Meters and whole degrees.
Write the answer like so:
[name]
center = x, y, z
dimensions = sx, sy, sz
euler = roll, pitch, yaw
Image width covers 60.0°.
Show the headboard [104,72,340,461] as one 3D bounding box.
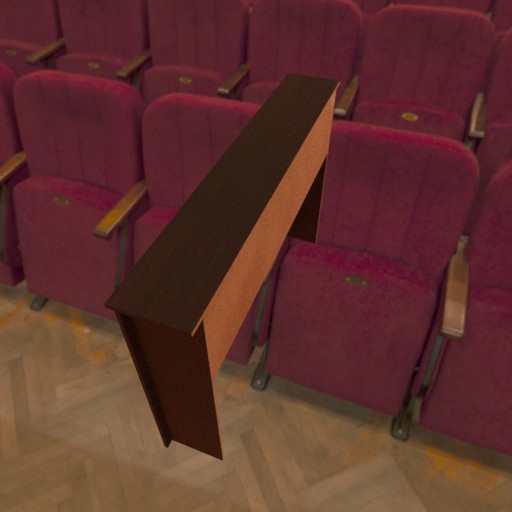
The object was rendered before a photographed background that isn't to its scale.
[headboard]
center = 0.000, 0.000, 2.159
dimensions = 0.279, 1.092, 1.671
euler = 15, 48, 15
